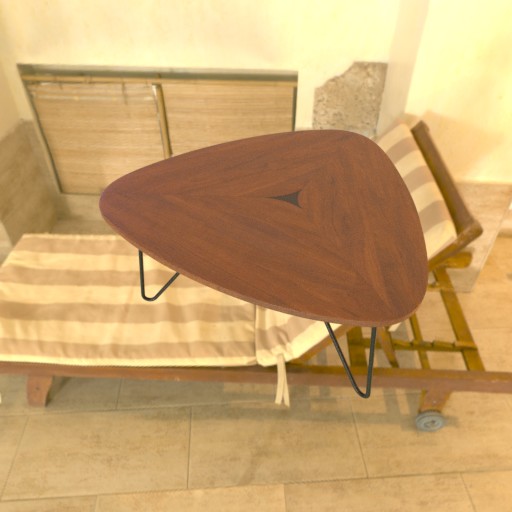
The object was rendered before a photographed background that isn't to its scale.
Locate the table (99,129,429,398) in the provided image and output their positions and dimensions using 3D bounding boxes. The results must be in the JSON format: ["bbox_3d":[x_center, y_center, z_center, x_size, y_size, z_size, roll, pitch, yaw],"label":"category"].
[{"bbox_3d":[0.000,0.000,1.300,0.821,0.413,0.833,2,41,2],"label":"table"}]
